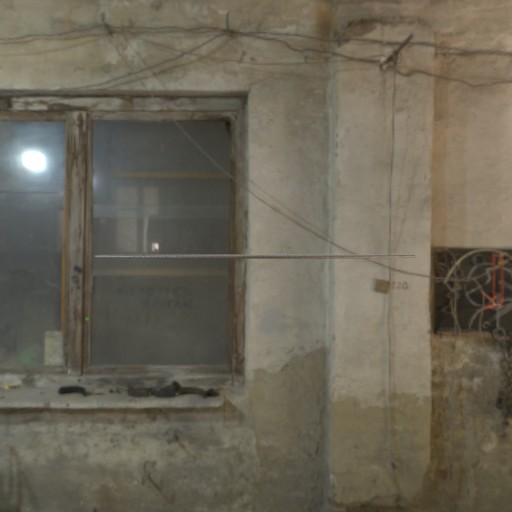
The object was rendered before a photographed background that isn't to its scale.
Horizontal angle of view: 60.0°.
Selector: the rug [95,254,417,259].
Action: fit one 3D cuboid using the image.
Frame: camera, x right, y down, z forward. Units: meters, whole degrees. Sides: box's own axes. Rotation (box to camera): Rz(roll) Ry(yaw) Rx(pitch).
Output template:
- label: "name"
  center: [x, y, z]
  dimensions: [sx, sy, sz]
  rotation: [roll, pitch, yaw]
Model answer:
- label: "rug"
  center: [0.000, 0.000, 2.333]
  dimensions: [1.593, 0.012, 1.593]
  rotation: [0, 0, 0]
